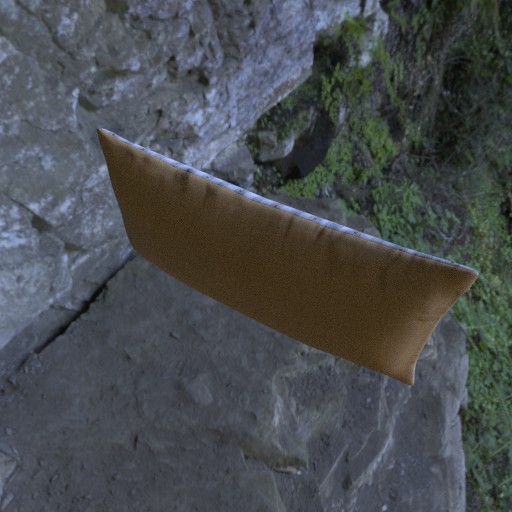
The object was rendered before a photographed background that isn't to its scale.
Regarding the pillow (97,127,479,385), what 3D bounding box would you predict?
[{"bbox_3d":[0.000,0.000,0.728,0.608,0.291,0.151,24,52,20],"label":"pillow"}]
